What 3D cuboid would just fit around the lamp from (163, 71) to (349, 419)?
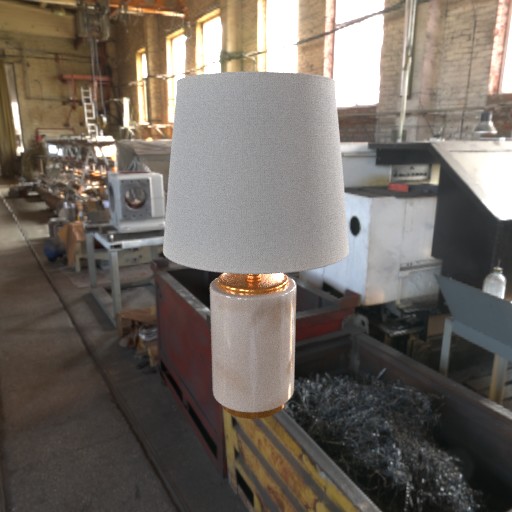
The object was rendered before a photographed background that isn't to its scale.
[{"bbox_3d":[0.000,0.000,0.464,0.189,0.340,0.189,0,15,0],"label":"lamp"}]
